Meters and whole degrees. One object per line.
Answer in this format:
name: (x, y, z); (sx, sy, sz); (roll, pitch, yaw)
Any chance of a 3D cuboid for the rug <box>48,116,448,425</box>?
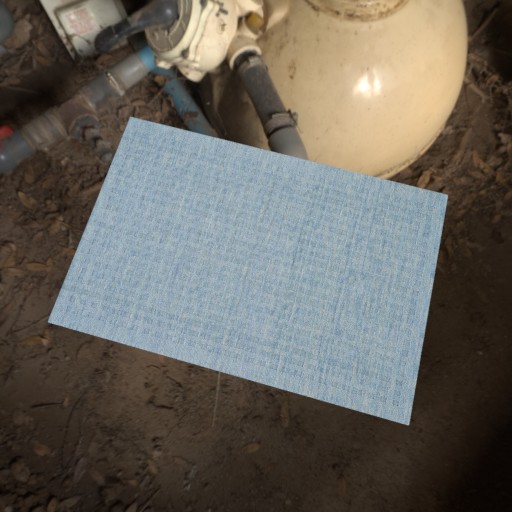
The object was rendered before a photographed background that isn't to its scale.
rug: (0.000, 0.000, 2.894); (2.286, 0.006, 1.522); (15, 75, 4)
